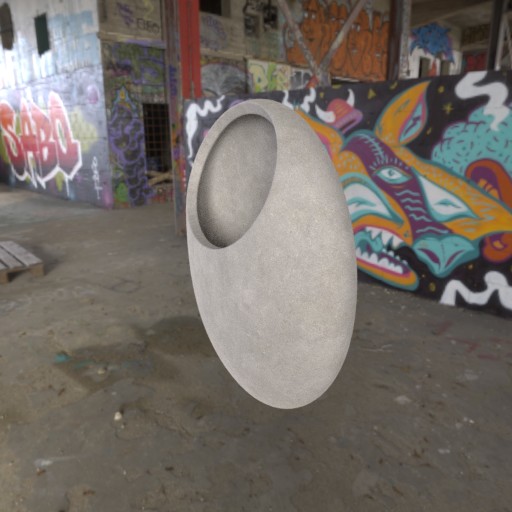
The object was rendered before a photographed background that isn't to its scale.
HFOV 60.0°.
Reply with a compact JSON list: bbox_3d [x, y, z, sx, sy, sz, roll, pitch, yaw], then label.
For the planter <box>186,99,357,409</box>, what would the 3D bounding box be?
[{"bbox_3d":[0.000,0.000,0.281,0.071,0.188,0.185,-7,17,-24],"label":"planter"}]
